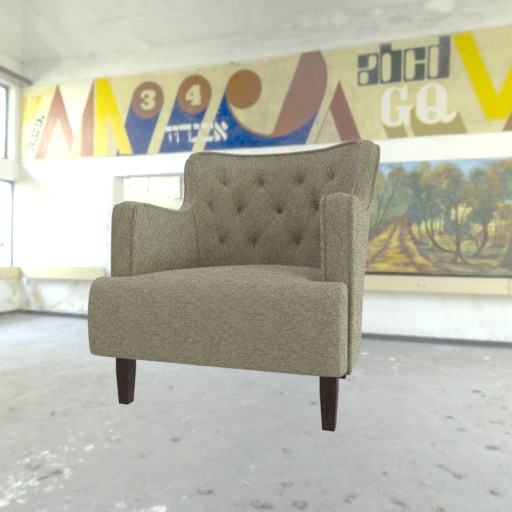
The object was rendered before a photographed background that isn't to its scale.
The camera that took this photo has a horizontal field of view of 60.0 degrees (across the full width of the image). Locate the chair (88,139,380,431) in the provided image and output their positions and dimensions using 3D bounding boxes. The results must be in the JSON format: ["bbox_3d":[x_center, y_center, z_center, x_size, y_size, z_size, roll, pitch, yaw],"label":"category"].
[{"bbox_3d":[0.000,0.000,1.651,0.820,0.920,0.910,0,1,19],"label":"chair"}]
